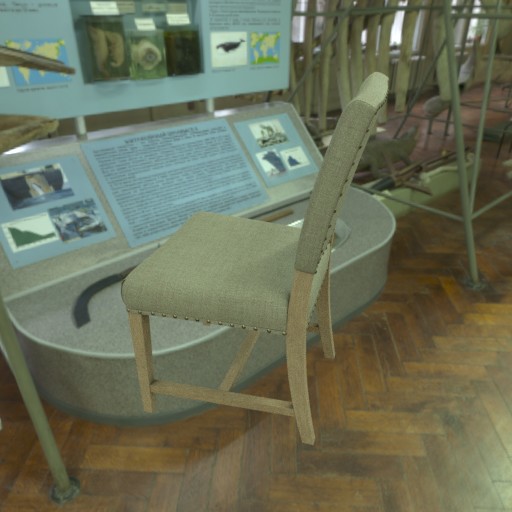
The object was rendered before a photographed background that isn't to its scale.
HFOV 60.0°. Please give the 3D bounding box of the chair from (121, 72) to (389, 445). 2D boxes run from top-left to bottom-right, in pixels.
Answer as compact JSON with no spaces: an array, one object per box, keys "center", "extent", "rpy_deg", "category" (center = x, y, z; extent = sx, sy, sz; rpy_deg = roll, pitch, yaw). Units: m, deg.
[{"center":[0.000,0.000,1.314],"extent":[0.622,0.986,0.508],"rpy_deg":[9,31,15],"category":"chair"}]
